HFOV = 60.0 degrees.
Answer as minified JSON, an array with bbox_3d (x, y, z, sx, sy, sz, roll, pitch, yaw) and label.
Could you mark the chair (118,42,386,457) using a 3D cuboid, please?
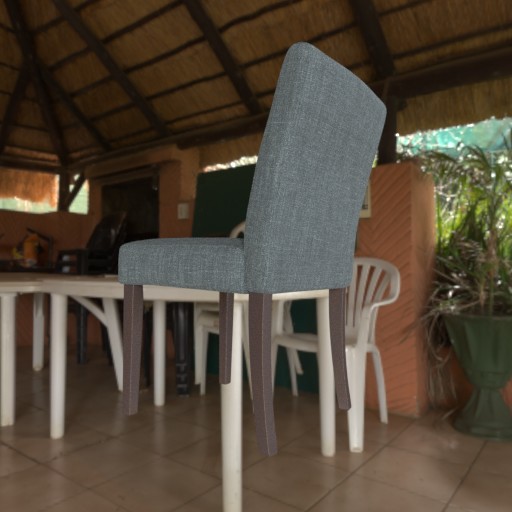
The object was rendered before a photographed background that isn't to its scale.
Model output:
[{"bbox_3d":[0.000,0.000,1.244,0.629,0.884,0.487,-1,-2,37],"label":"chair"}]
